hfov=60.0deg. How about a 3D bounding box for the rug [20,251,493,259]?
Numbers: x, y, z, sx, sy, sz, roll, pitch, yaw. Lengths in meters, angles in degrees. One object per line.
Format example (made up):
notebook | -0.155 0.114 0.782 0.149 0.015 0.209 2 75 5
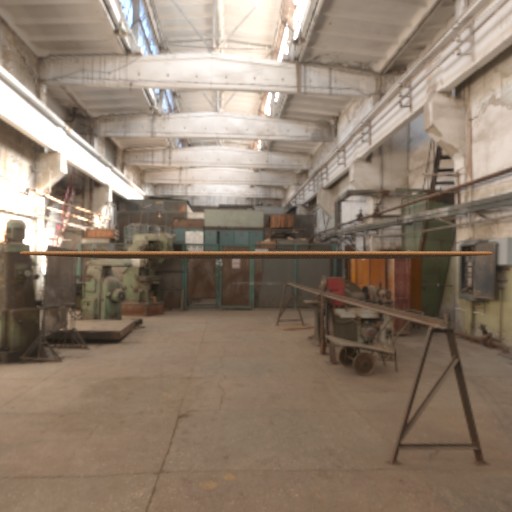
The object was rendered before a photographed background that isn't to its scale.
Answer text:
rug | 0.000 0.000 2.094 1.678 0.013 1.078 0 -1 -1
